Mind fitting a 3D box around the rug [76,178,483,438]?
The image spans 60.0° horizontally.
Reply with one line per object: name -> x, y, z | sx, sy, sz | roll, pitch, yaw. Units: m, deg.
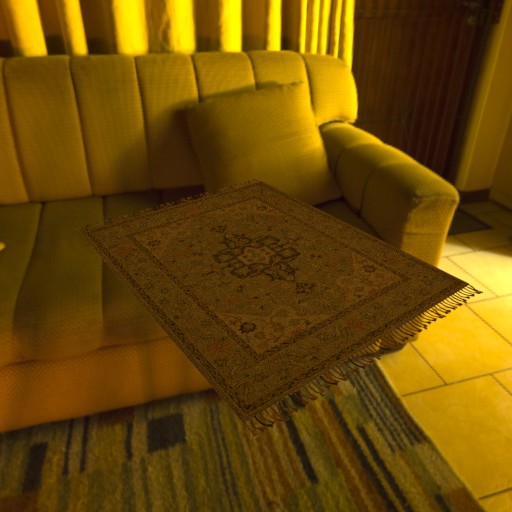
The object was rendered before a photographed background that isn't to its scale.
rug -> 0.000, 0.000, 3.469 | 1.971, 0.010, 2.651 | -21, 37, -31
